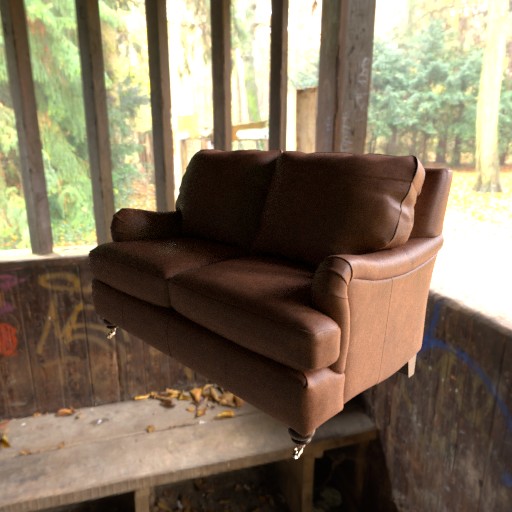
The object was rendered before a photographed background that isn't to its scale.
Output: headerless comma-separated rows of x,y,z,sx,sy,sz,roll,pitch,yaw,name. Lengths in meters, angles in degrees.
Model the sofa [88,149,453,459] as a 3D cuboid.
0.000,0.000,2.173,1.527,1.004,1.077,15,21,43,sofa
